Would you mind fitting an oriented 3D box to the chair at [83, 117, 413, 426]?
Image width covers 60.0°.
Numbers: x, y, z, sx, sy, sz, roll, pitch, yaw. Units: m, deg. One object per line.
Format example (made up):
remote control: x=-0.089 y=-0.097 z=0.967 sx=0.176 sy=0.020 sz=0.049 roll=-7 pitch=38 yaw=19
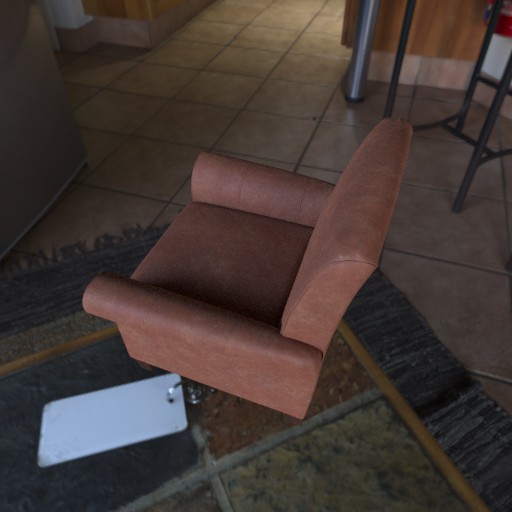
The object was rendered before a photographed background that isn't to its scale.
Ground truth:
chair: x=0.000 y=0.000 z=1.737 sx=0.902 sy=1.061 sz=0.978 roll=15 pitch=47 yaw=14
